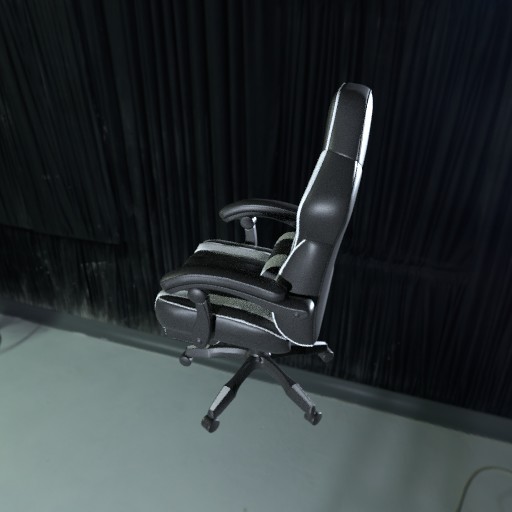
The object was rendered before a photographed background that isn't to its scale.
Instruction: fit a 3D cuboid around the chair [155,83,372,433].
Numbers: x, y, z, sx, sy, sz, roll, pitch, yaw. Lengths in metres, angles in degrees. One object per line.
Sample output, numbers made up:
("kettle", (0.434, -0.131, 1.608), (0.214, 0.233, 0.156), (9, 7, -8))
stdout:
("chair", (0.000, 0.000, 1.633), (0.700, 1.200, 0.676), (7, 30, 13))
